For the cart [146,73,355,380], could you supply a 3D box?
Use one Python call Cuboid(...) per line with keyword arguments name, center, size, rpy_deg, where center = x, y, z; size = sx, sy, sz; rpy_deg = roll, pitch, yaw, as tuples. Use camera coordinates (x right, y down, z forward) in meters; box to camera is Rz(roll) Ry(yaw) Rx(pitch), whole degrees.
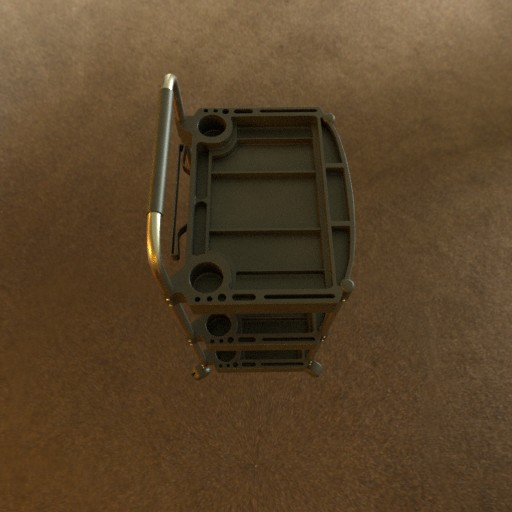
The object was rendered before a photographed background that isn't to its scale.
Cuboid(name="cart", center=(0.000, 0.000, 1.392), size=(0.518, 1.075, 0.584), rpy_deg=(-1, 65, 0))
